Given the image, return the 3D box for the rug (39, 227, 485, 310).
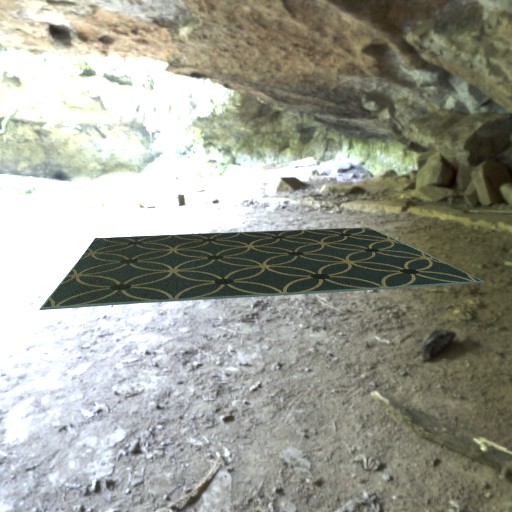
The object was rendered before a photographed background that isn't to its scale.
[{"bbox_3d":[0.000,0.000,2.937,2.284,0.008,1.522,-3,15,-10],"label":"rug"}]
